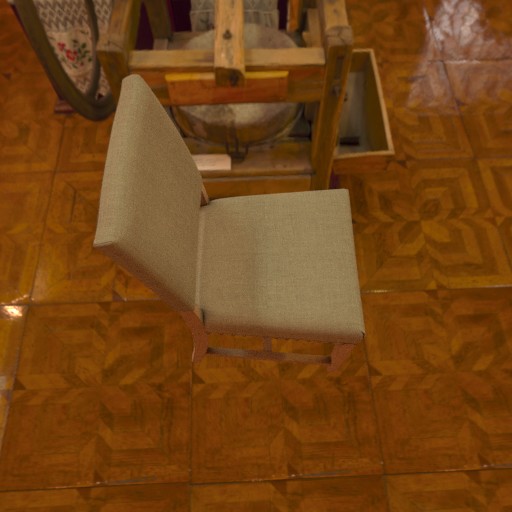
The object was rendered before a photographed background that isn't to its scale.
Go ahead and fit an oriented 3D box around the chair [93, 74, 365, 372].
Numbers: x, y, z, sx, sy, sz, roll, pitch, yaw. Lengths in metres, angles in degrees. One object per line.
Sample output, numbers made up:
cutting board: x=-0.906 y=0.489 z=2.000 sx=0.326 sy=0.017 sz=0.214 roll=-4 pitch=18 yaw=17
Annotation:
chair: x=0.000 y=0.000 z=1.341 sx=0.622 sy=0.986 sz=0.508 roll=0 pitch=64 yaw=0
